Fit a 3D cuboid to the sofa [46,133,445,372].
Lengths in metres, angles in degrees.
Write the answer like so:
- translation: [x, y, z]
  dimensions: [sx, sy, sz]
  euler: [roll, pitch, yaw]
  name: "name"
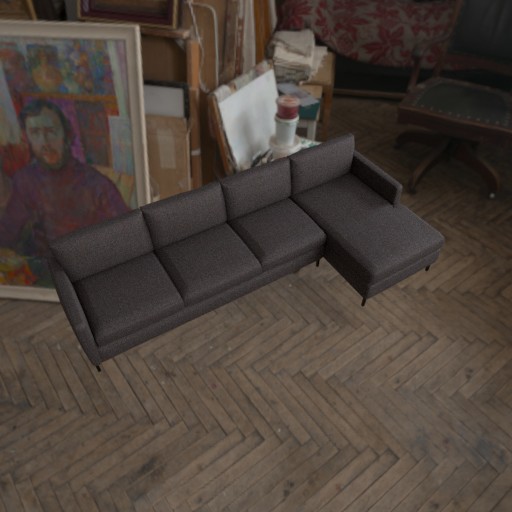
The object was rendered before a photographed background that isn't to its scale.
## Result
- translation: [0.000, 0.000, 3.915]
  dimensions: [3.221, 0.892, 1.483]
  euler: [-24, 51, -21]
  name: "sofa"
